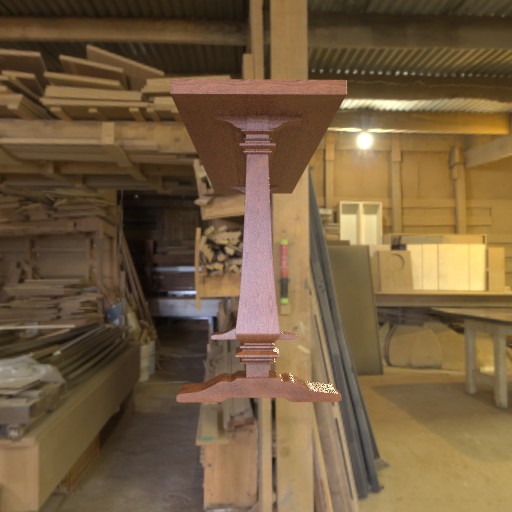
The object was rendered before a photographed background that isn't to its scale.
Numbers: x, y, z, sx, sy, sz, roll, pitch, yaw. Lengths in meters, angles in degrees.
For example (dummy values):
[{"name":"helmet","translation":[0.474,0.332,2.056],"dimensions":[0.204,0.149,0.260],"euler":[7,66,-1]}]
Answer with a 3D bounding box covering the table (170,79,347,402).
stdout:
[{"name":"table","translation":[0.000,0.000,1.850],"dimensions":[0.461,0.852,1.478],"euler":[0,-2,-1]}]
